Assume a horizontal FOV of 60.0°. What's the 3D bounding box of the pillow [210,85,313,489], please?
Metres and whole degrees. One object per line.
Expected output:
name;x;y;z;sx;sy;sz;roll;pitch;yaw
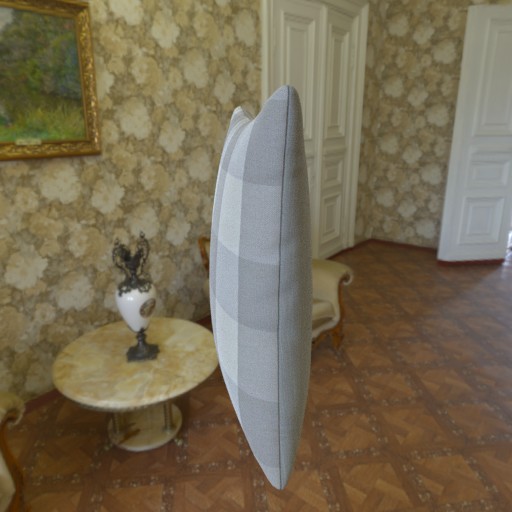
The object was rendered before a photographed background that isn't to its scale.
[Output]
pillow;0.000;0.000;0.761;0.161;0.509;0.511;-2;16;-7
